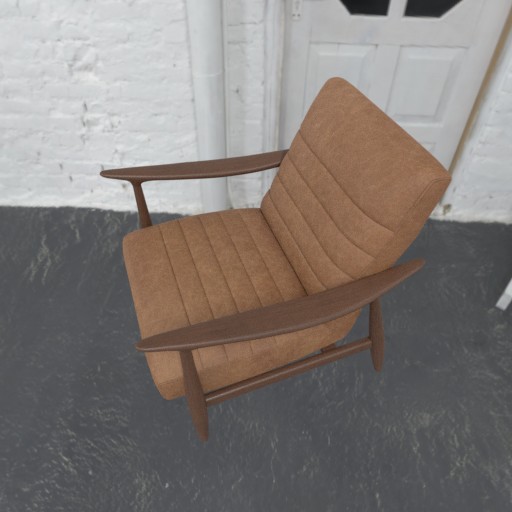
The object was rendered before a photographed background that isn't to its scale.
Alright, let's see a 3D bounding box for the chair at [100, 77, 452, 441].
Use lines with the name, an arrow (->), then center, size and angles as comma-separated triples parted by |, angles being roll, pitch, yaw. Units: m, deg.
chair -> 0.000, 0.000, 1.399 | 0.798, 0.832, 0.741 | -15, 49, -14
